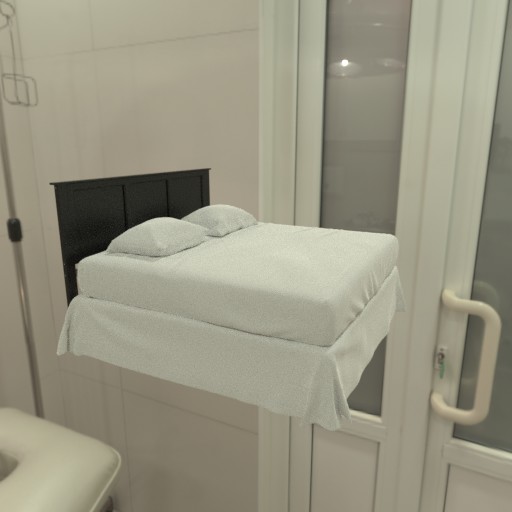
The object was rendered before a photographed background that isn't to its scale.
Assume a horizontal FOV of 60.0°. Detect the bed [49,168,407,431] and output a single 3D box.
[{"bbox_3d":[0.000,0.000,3.659,2.219,1.271,2.315,7,16,26],"label":"bed"}]
